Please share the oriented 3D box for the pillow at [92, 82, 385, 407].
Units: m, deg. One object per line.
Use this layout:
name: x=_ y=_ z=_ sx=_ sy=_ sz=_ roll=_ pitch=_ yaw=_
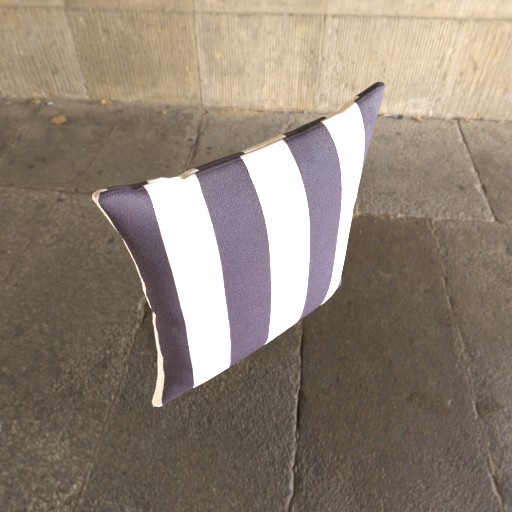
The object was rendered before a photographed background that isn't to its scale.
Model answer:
pillow: x=0.000 y=0.000 z=0.826 sx=0.536 sy=0.526 sz=0.189 roll=-30 pitch=53 yaw=-26
